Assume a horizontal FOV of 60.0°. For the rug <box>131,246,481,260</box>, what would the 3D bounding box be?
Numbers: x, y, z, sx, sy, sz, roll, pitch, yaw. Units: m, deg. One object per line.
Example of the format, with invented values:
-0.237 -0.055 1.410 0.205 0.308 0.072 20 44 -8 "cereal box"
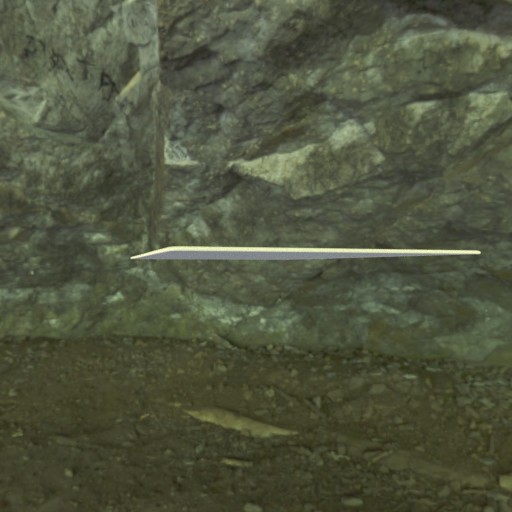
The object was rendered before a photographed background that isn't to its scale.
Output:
0.000 0.000 2.135 1.067 0.013 1.676 0 -1 -19 "rug"
